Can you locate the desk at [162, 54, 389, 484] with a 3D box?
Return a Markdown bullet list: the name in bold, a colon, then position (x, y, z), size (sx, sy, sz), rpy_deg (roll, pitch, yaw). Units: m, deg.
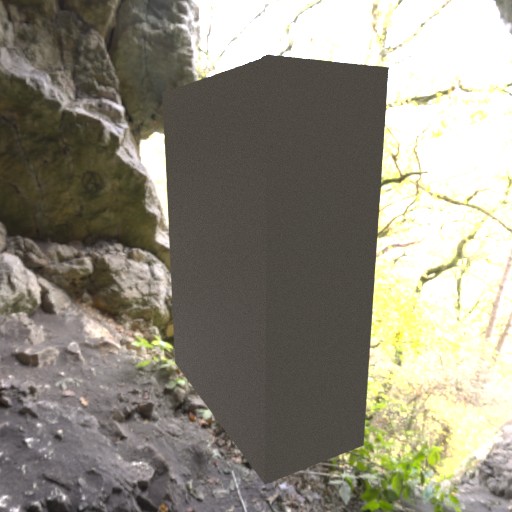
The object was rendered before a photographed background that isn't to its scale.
- **desk**: position (0.000, 0.000, 1.617), size (0.390, 1.190, 0.850), rpy_deg (-7, 16, -27)
